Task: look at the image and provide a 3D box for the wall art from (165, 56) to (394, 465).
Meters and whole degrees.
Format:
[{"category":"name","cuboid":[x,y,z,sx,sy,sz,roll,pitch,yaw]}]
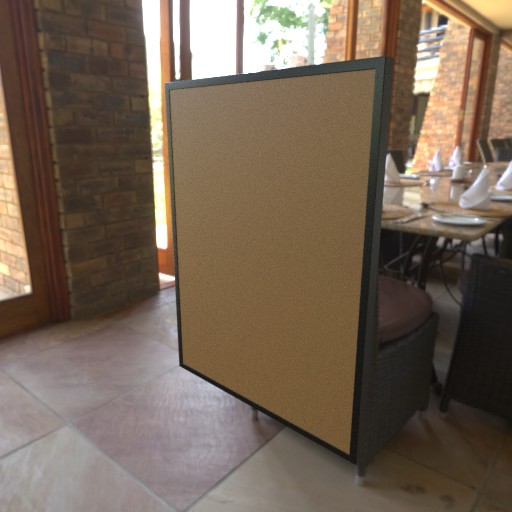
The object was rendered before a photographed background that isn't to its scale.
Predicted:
[{"category":"wall art","cuboid":[0.000,0.000,1.379,0.804,1.061,0.039,14,21,41]}]
